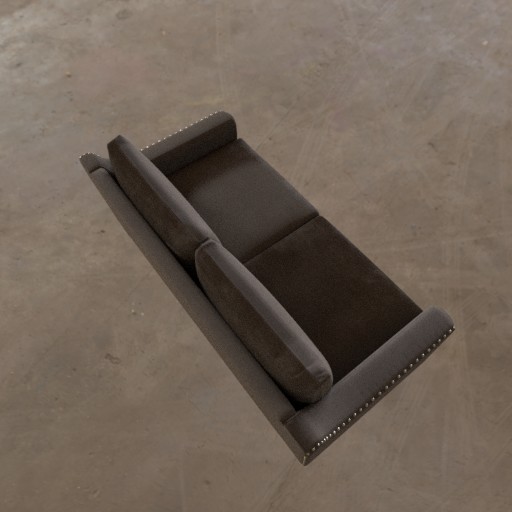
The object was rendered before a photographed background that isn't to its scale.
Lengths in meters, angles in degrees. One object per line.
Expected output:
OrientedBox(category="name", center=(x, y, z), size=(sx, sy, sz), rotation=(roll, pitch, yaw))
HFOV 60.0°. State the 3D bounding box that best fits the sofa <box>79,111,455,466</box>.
OrientedBox(category="sofa", center=(0.000, 0.000, 3.255), size=(1.336, 1.196, 2.550), rotation=(-33, 64, -19))
